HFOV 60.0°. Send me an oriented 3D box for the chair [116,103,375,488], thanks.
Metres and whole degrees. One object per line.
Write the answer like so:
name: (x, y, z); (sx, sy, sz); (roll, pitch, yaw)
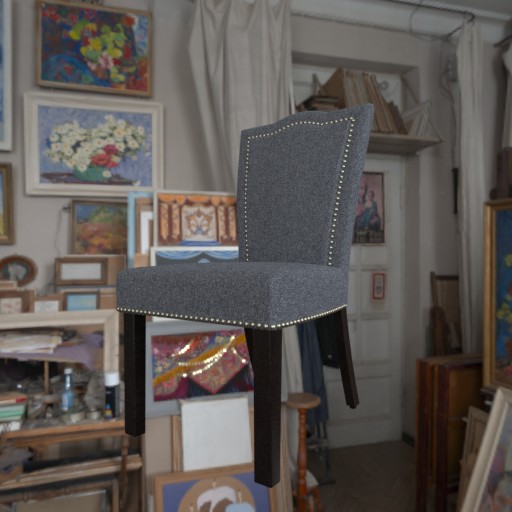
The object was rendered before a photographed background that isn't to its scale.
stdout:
chair: (0.000, 0.000, 1.258); (0.518, 0.946, 0.589); (0, 0, 36)
